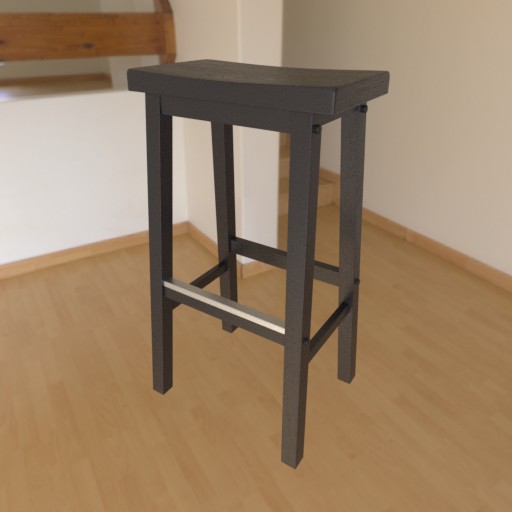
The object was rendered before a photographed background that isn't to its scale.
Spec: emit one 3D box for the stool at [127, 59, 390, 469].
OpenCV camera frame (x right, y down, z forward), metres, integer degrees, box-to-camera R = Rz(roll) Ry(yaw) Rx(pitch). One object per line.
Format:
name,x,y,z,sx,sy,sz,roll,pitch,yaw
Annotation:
stool,0.000,0.000,0.953,0.406,0.742,0.322,18,33,29
